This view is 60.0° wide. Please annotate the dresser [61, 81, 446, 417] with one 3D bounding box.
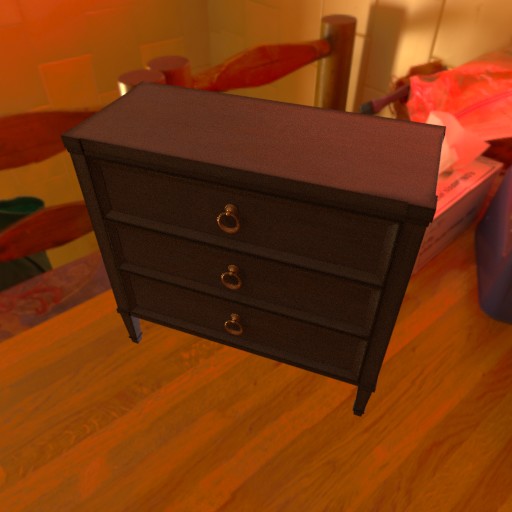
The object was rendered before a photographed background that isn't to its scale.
[{"bbox_3d":[0.000,0.000,1.636,1.049,0.986,0.463,14,44,15],"label":"dresser"}]
